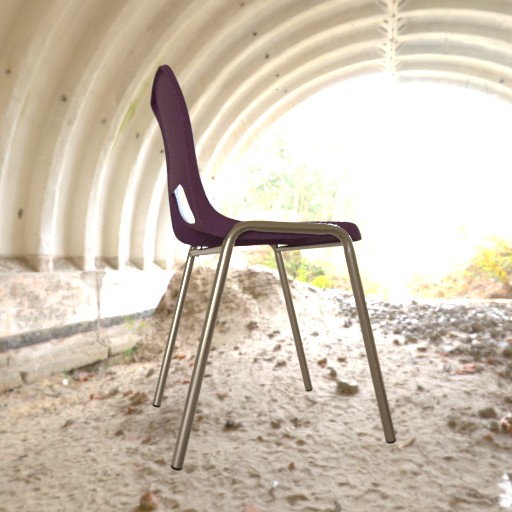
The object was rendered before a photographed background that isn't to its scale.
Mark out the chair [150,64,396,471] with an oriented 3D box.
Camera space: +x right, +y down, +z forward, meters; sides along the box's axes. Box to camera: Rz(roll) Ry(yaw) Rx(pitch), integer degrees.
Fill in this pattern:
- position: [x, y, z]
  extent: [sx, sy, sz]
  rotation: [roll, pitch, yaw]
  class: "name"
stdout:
- position: [0.000, 0.000, 0.944]
  extent: [0.432, 0.704, 0.381]
  rotation: [0, -1, -18]
  class: "chair"
